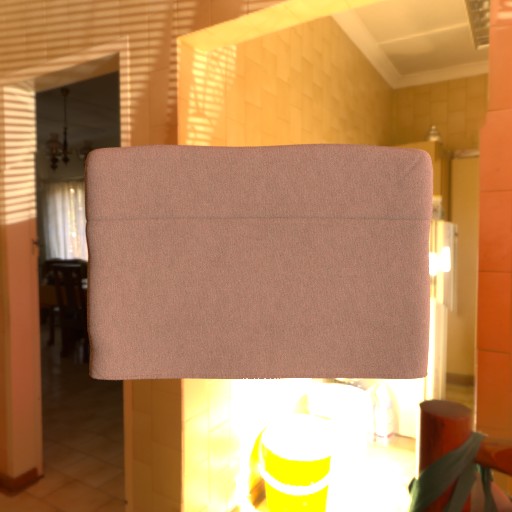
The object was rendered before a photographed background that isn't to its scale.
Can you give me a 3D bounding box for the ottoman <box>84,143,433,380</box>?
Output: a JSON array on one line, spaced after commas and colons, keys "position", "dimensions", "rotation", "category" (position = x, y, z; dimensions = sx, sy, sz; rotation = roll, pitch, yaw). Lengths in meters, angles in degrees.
[{"position": [0.000, 0.000, 1.213], "dimensions": [0.648, 0.461, 0.833], "rotation": [0, 3, 0], "category": "ottoman"}]
